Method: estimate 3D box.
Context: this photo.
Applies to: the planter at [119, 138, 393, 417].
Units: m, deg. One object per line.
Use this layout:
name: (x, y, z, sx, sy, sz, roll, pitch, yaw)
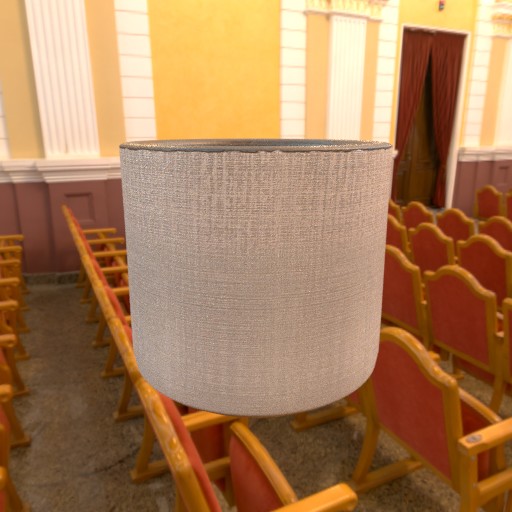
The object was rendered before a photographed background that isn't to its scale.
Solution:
planter: (0.000, 0.000, 0.223, 0.125, 0.112, 0.125, 0, 16, 0)
